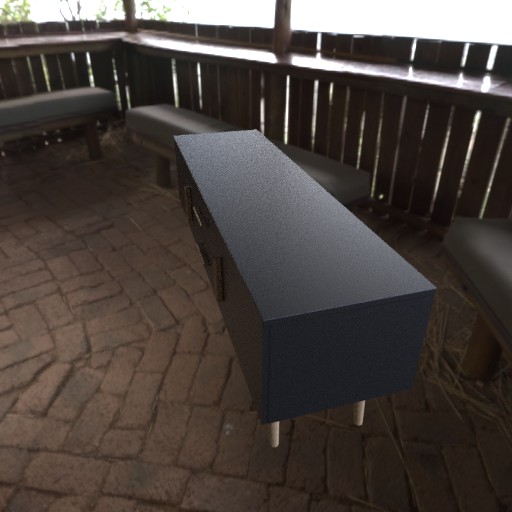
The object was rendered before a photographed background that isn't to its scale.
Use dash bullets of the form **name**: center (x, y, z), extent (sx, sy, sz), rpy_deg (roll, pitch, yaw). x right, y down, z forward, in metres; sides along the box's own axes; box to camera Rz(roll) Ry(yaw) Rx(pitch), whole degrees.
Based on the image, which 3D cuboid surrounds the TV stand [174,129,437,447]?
- **TV stand**: center (0.000, 0.000, 1.533), extent (0.390, 0.518, 1.312), rpy_deg (-8, 31, -14)
